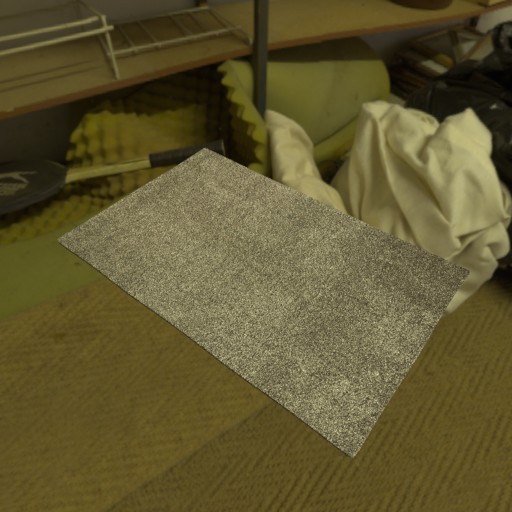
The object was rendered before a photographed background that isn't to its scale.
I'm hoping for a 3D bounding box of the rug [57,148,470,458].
[{"bbox_3d":[0.000,0.000,2.970,2.352,0.025,1.501,30,53,26],"label":"rug"}]
